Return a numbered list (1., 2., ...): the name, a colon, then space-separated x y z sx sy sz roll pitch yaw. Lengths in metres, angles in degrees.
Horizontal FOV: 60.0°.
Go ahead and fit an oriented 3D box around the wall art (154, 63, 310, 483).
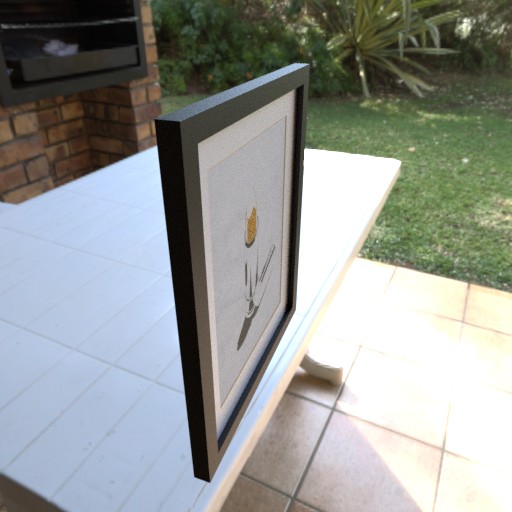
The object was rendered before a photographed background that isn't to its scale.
1. wall art: 0.000 0.000 0.518 0.019 0.381 0.330 11 31 18
